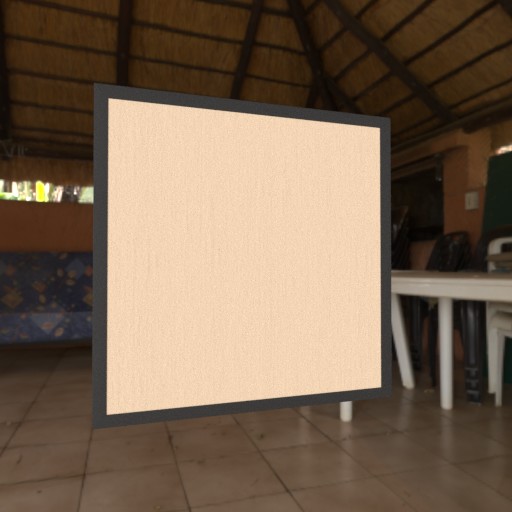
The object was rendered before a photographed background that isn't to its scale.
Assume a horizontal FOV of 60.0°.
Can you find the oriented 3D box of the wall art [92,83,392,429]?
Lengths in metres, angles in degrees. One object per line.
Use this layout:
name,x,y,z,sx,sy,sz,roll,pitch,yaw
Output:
wall art,0.000,0.000,0.444,0.306,0.304,0.015,0,-1,-18
